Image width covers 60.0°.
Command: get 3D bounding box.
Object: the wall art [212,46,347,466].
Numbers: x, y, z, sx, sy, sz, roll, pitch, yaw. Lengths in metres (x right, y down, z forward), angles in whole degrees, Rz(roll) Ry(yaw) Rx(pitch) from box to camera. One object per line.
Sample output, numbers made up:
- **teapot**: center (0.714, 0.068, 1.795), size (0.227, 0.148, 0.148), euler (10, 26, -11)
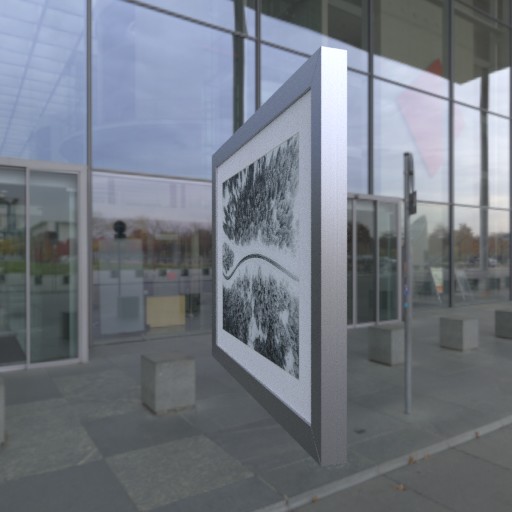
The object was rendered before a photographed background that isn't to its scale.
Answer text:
- **wall art**: center (0.000, 0.000, 0.750), size (0.032, 0.456, 0.557), euler (0, 0, -18)
